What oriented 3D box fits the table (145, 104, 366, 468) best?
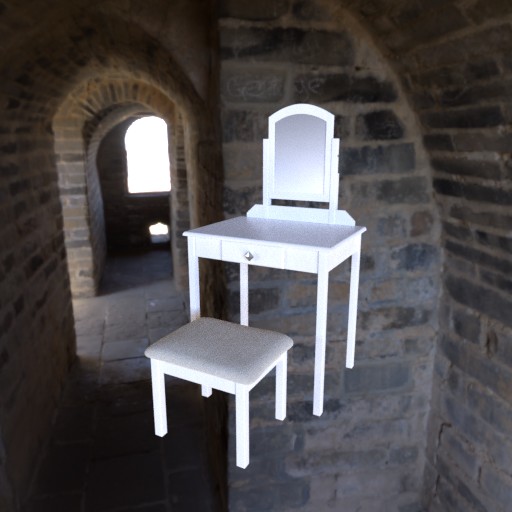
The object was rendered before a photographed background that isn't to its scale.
[{"bbox_3d":[0.000,0.000,2.378,0.876,1.631,1.211,7,16,27],"label":"table"}]
